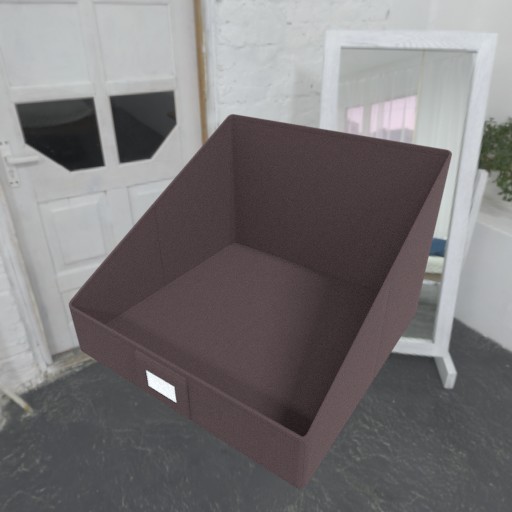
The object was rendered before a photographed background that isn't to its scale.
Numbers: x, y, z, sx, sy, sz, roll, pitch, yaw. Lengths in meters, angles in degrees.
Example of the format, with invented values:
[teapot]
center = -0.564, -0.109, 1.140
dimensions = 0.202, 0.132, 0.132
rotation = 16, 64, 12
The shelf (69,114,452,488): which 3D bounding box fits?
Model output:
[shelf]
center = 0.000, 0.000, 0.478
dimensions = 0.292, 0.210, 0.292
rotation = 20, 36, 30
